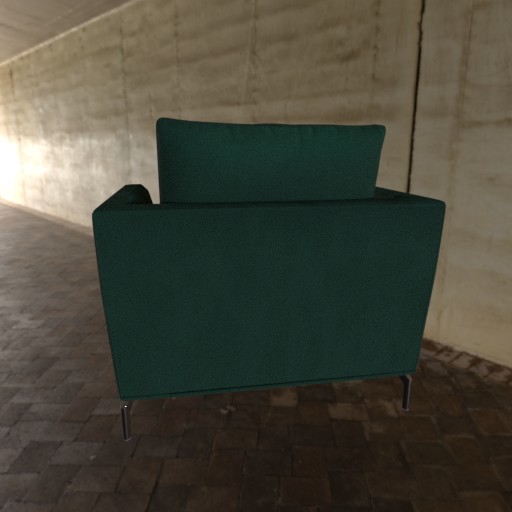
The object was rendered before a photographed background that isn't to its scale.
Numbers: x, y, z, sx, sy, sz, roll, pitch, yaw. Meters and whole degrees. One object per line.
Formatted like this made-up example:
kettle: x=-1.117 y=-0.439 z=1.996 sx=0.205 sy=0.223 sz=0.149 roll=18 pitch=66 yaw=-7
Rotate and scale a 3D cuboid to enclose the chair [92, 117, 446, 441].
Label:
chair: x=0.000 y=0.000 z=1.721 sx=1.047 sy=0.997 sz=0.852 roll=-2 pitch=14 yaw=-10
